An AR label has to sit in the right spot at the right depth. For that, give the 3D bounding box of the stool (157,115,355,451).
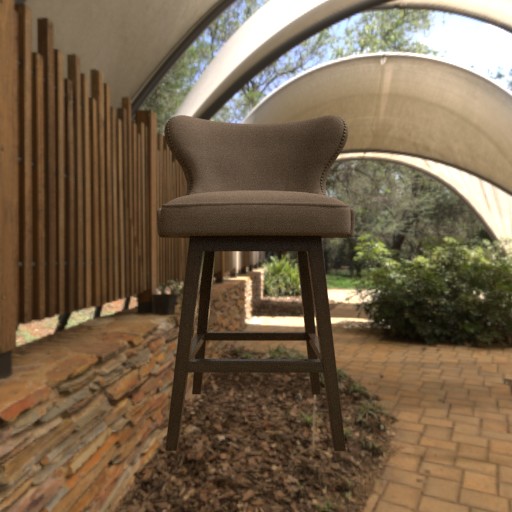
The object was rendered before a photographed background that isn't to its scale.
[{"bbox_3d":[0.000,0.000,1.368,0.615,0.972,0.597,0,1,0],"label":"stool"}]
